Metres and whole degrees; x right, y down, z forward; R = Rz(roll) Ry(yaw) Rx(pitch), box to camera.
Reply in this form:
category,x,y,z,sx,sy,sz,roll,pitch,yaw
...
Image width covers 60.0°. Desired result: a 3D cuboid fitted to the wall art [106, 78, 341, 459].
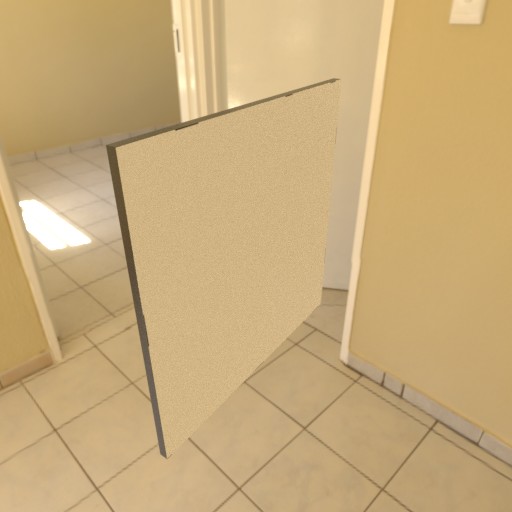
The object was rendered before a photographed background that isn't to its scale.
category,x,y,z,sx,sy,sz,roll,pitch,yaw
wall art,0.000,0.000,0.667,0.014,0.445,0.446,20,36,30
